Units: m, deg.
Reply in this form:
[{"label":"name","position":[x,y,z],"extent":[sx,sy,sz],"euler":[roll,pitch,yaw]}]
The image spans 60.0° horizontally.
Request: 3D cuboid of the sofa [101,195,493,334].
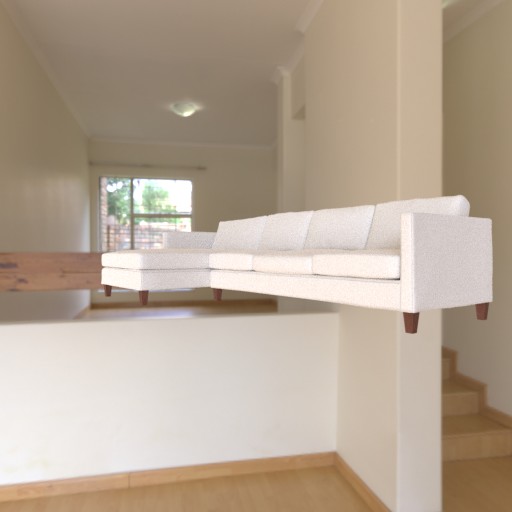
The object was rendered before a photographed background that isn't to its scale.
[{"label":"sofa","position":[0.000,0.000,3.770],"extent":[1.625,0.846,3.186],"euler":[0,1,-37]}]
